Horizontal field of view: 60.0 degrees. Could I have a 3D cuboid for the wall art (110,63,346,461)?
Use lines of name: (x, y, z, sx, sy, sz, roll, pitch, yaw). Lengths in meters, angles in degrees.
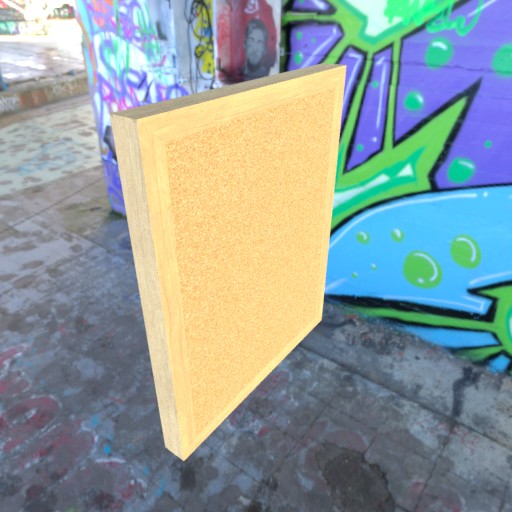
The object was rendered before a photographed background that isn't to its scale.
wall art: (0.000, 0.000, 0.516, 0.030, 0.380, 0.312, 21, 37, 31)
